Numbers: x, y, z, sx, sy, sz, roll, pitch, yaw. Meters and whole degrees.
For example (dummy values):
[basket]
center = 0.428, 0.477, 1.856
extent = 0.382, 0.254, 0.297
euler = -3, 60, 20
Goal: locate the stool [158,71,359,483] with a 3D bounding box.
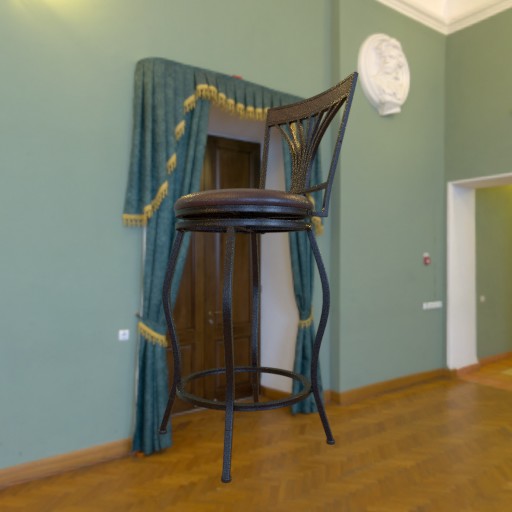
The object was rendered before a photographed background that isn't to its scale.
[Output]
[stool]
center = 0.000, 0.000, 1.385
extent = 0.514, 1.117, 0.433
euler = 0, 0, -37
